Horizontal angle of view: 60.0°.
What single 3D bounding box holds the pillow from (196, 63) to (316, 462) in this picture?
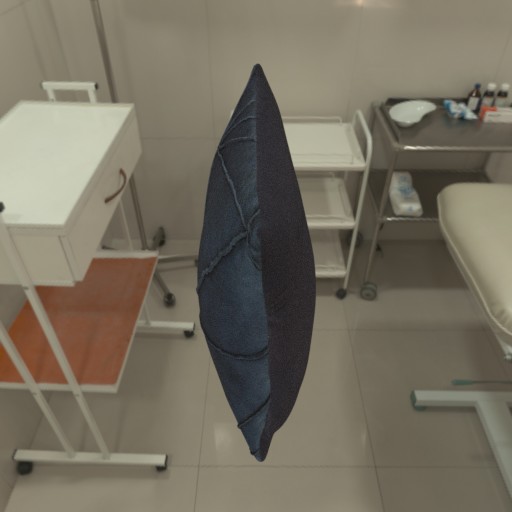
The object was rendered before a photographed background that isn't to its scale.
[{"bbox_3d":[0.000,0.000,0.678,0.183,0.440,0.439,0,41,0],"label":"pillow"}]
